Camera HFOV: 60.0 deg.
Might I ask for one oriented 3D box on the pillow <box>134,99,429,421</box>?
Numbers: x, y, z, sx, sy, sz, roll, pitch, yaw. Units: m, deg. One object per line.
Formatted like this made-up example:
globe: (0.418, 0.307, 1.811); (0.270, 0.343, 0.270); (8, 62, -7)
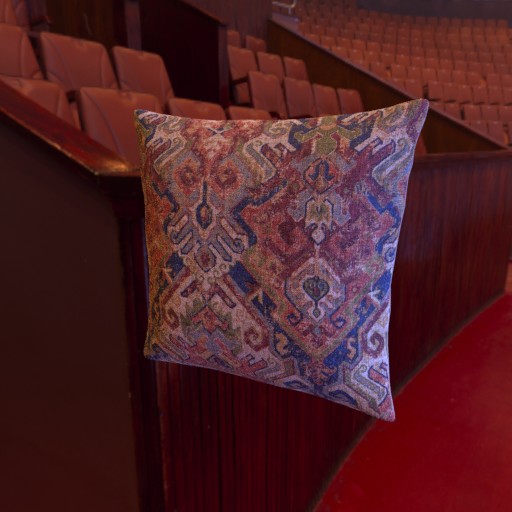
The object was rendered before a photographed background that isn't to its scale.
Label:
pillow: (0.000, 0.000, 0.780); (0.523, 0.506, 0.166); (7, 16, 25)
